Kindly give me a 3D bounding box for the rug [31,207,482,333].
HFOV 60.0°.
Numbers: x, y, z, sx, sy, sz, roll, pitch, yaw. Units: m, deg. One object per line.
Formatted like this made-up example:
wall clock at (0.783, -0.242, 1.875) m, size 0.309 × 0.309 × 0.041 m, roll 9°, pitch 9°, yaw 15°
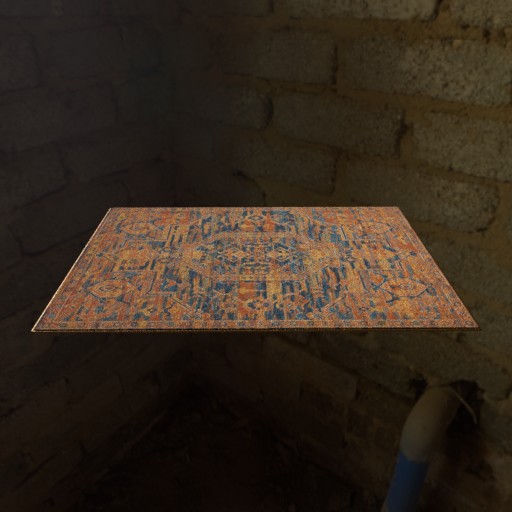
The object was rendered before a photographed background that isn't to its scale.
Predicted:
rug at (0.000, 0.000, 1.085) m, size 0.863 × 0.008 × 0.557 m, roll 0°, pitch 31°, yaw 0°
